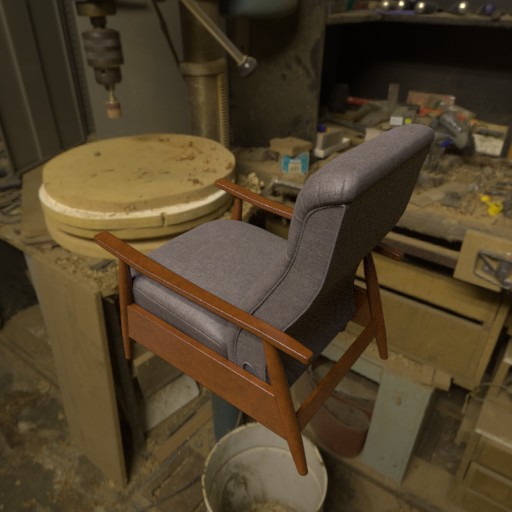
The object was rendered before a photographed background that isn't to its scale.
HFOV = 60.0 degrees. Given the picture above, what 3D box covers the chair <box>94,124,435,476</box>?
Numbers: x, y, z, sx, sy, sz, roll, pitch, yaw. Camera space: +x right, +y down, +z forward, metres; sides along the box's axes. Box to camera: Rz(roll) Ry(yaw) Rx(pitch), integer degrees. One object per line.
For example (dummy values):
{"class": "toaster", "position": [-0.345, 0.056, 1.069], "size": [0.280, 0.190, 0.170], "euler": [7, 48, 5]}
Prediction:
{"class": "chair", "position": [0.000, 0.000, 1.754], "size": [1.014, 1.081, 0.762], "euler": [22, 38, 31]}
